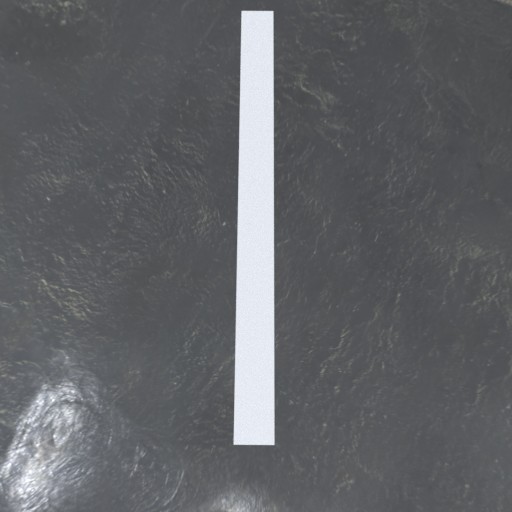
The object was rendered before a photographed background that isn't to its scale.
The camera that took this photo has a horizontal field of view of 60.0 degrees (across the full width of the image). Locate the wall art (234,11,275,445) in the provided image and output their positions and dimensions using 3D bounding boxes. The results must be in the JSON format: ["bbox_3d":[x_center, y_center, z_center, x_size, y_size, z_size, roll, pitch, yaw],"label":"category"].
[{"bbox_3d":[0.000,0.000,0.743,0.040,0.509,0.509,0,76,0],"label":"wall art"}]
